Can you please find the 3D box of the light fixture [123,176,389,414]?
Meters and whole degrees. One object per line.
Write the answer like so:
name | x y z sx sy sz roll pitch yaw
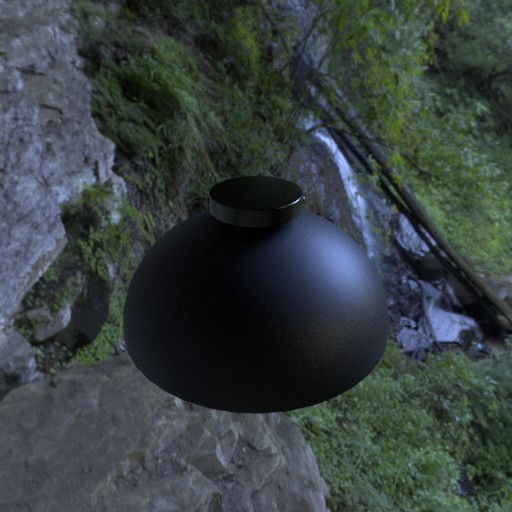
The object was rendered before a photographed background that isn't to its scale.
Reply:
light fixture | 0.000 0.000 0.571 0.355 0.177 0.355 0 29 0
